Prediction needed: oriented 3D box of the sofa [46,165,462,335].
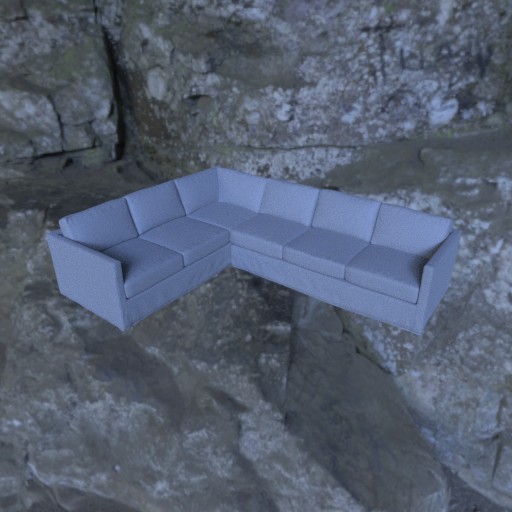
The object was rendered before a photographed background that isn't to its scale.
[{"bbox_3d":[0.000,0.000,4.340,3.182,0.871,2.432,19,33,31],"label":"sofa"}]
